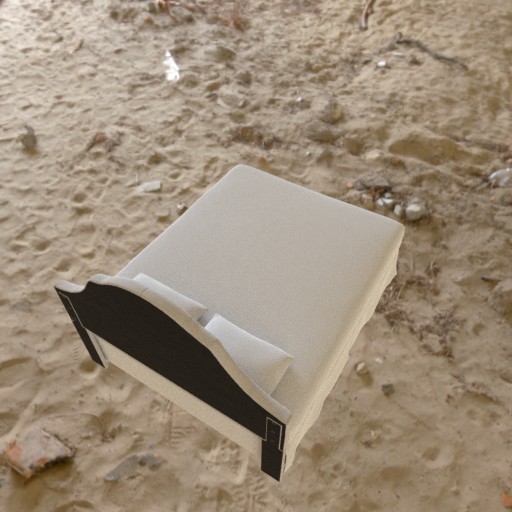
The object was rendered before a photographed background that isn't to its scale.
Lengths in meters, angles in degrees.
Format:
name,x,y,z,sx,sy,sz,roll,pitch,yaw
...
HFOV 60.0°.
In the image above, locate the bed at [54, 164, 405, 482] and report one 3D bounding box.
name,x,y,z,sx,sy,sz,roll,pitch,yaw
bed,0.000,0.000,3.789,2.039,1.617,2.477,24,52,21
